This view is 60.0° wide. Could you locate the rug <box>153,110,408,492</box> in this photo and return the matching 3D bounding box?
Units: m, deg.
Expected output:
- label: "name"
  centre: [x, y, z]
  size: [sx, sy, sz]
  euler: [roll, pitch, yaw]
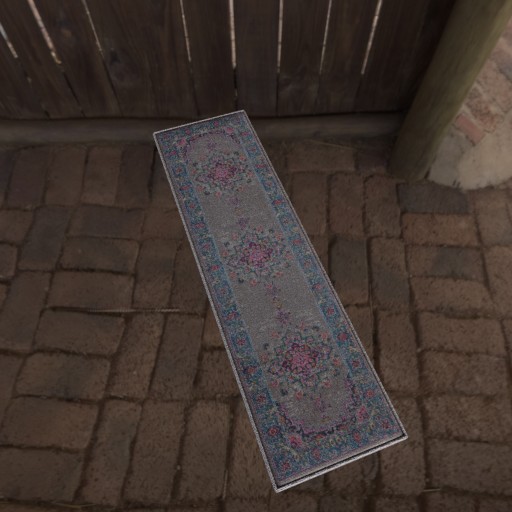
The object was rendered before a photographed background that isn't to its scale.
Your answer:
- label: "rug"
  centre: [0.000, 0.000, 2.523]
  size: [0.659, 0.019, 2.297]
  euler: [-18, 61, -10]
